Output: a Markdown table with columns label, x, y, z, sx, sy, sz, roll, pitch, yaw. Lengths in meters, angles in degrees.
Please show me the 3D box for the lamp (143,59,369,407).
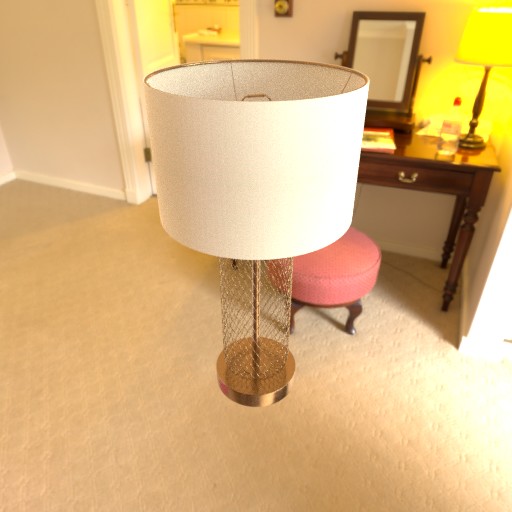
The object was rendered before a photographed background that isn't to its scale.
| label | x | y | z | sx | sy | sz | roll | pitch | yaw |
| --- | --- | --- | --- | --- | --- | --- | --- | --- | --- |
| lamp | 0.000 | 0.000 | 0.631 | 0.252 | 0.483 | 0.252 | -9 | 33 | -14 |
